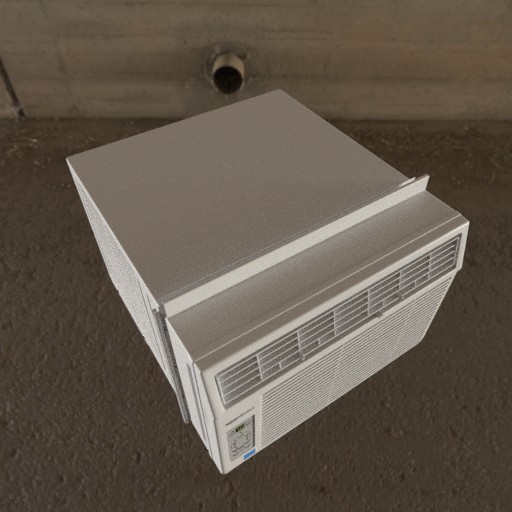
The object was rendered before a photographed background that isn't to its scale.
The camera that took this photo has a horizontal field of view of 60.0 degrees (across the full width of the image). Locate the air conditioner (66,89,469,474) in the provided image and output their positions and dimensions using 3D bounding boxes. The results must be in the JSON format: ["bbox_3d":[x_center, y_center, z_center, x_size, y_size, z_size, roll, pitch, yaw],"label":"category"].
[{"bbox_3d":[0.000,0.000,0.869,0.503,0.388,0.546,-26,52,-22],"label":"air conditioner"}]
